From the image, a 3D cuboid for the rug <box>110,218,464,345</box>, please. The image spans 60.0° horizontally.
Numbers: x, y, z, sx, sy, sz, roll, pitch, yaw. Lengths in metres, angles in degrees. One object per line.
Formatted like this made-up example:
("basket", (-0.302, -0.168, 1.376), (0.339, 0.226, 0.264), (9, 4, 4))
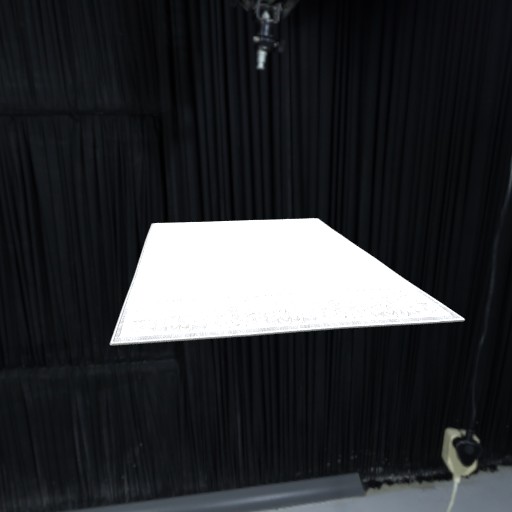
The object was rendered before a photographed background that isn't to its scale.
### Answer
("rug", (0.000, 0.000, 3.519), (1.819, 0.018, 2.746), (-2, 16, -8))
